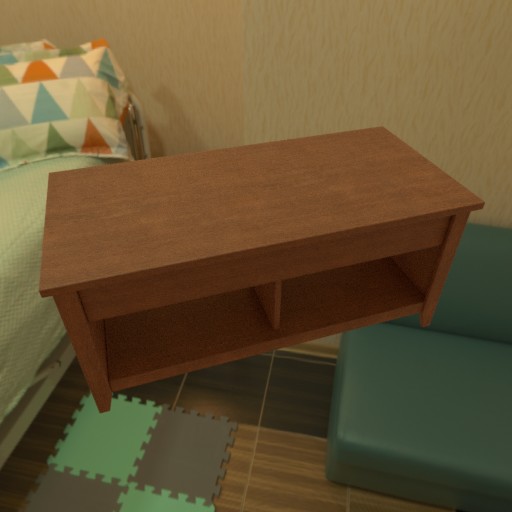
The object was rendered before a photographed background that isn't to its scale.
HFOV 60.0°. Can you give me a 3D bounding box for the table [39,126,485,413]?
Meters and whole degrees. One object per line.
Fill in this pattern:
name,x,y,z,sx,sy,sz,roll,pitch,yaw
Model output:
table,0.000,0.000,1.277,1.016,0.457,0.483,-11,40,-14
